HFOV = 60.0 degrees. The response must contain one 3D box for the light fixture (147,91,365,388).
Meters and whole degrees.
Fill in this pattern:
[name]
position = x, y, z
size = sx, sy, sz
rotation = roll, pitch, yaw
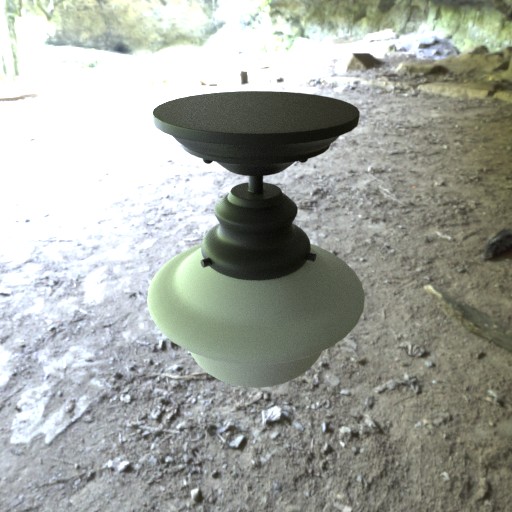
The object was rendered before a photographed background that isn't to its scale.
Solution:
[light fixture]
position = 0.000, 0.000, 0.394
size = 0.197, 0.254, 0.197
rotation = 0, 30, 0
